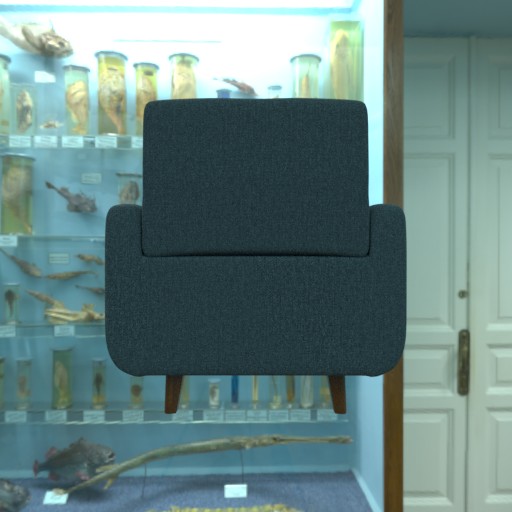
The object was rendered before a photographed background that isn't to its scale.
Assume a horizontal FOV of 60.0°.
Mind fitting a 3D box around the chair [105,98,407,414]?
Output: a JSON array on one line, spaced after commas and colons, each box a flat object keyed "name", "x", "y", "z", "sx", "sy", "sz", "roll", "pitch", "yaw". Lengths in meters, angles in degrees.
[{"name": "chair", "x": 0.000, "y": 0.000, "z": 1.722, "sx": 0.880, "sy": 0.940, "sz": 0.964, "roll": 0, "pitch": 0, "yaw": 0}]
